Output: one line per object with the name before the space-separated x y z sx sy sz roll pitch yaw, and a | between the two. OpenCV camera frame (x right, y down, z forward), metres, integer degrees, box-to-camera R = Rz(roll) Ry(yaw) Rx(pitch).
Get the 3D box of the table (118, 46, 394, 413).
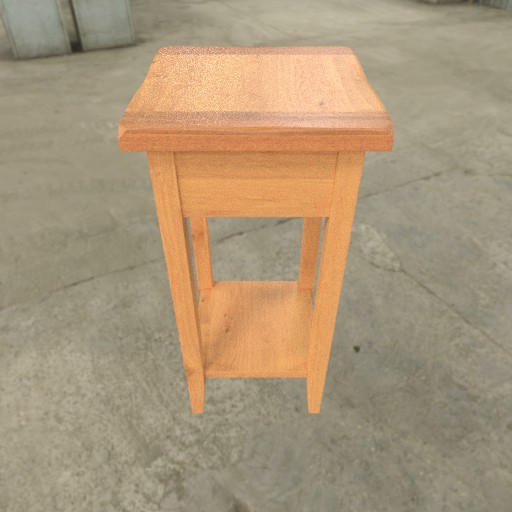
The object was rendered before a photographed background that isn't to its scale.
table | 0.000 0.000 0.944 0.360 0.740 0.360 0 41 0
